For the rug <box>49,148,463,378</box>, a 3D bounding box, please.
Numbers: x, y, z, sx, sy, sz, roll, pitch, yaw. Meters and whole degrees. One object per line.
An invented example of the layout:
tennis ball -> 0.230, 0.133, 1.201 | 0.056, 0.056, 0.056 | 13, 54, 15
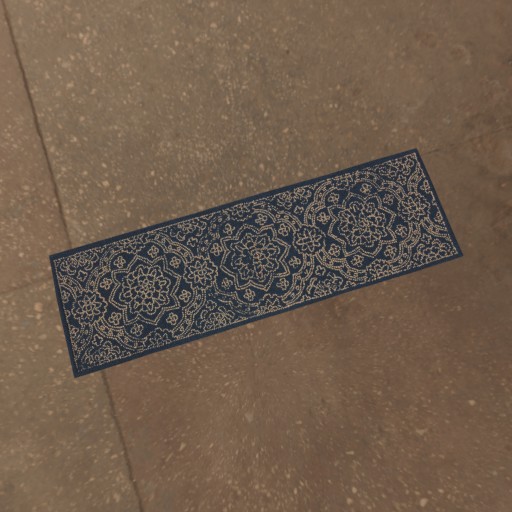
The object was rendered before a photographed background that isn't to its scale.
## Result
rug -> 0.000, 0.000, 2.731 | 2.448, 0.012, 0.769 | -17, 77, -4
